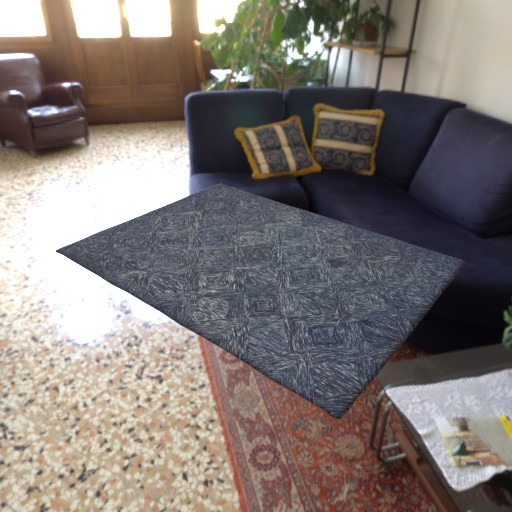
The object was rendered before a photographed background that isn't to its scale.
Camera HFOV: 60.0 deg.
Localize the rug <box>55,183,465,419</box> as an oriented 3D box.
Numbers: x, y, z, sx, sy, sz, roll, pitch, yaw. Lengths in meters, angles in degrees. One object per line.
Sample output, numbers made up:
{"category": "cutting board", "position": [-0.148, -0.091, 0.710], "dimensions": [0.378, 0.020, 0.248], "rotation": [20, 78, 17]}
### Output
{"category": "rug", "position": [0.000, 0.000, 4.299], "dimensions": [3.245, 0.024, 2.385], "rotation": [22, 37, 33]}
